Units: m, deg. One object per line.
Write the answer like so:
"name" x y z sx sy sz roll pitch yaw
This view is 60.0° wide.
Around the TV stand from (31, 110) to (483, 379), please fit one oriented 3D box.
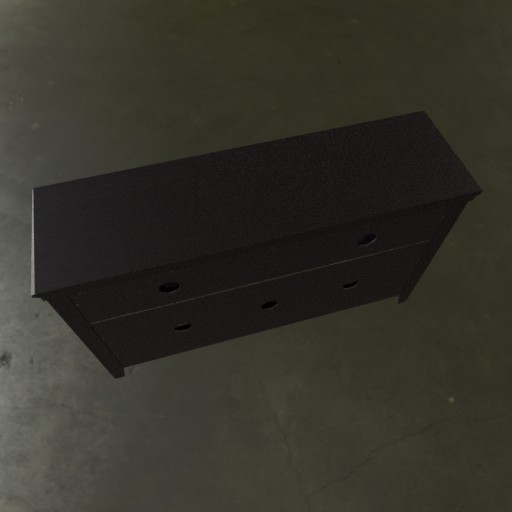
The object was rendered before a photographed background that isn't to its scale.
"TV stand" 0.000 0.000 1.504 1.198 0.681 0.347 -13 58 -8
